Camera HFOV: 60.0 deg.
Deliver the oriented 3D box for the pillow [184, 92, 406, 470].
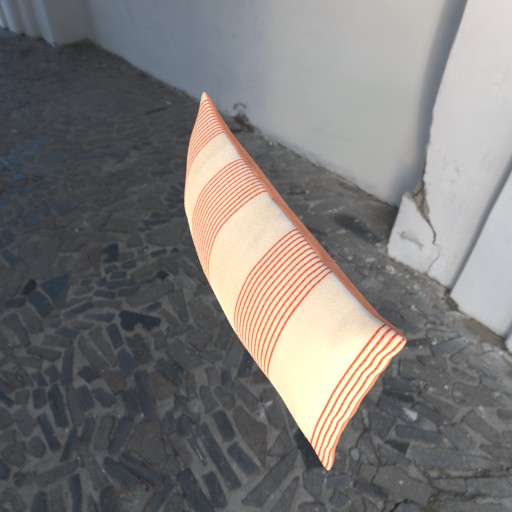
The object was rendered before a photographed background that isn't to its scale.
[{"bbox_3d":[0.000,0.000,0.730,0.156,0.292,0.608,-18,48,-17],"label":"pillow"}]
